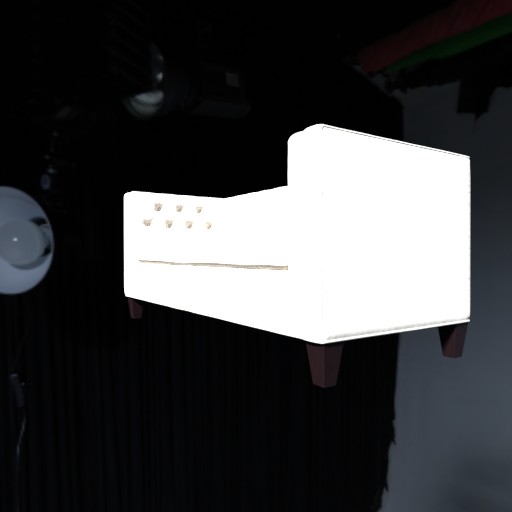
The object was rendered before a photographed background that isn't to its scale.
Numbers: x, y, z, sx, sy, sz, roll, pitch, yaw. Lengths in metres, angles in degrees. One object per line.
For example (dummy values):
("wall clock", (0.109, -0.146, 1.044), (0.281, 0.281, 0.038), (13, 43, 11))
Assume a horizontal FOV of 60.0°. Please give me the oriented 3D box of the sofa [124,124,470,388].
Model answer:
("sofa", (0.000, 0.000, 2.195), (0.775, 0.762, 1.778), (0, 0, -34))
